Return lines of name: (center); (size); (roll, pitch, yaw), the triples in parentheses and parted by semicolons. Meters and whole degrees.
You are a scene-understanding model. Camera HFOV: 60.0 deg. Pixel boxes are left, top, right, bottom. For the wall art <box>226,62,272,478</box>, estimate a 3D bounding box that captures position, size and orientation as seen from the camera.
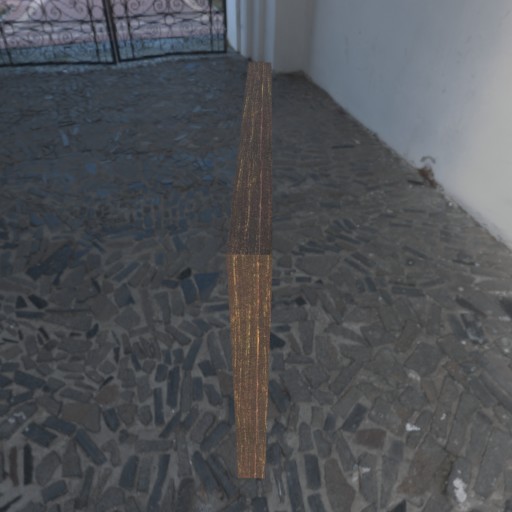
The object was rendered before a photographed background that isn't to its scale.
wall art: (0.000, 0.000, 0.534); (0.031, 0.330, 0.381); (1, 41, 1)
